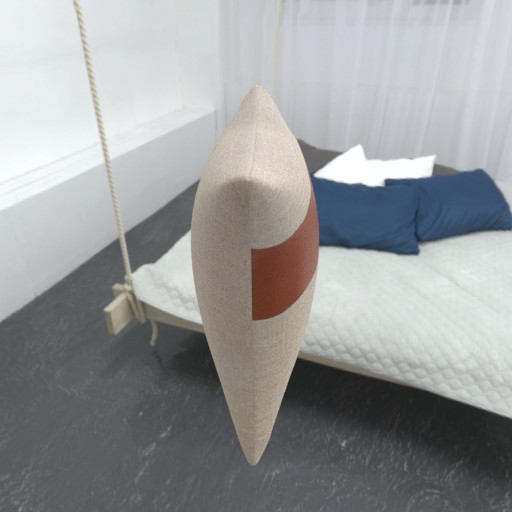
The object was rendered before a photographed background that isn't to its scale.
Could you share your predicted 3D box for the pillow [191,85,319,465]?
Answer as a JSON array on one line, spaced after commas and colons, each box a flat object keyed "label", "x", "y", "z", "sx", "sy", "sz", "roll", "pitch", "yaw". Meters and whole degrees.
[{"label": "pillow", "x": 0.000, "y": 0.000, "z": 0.646, "sx": 0.173, "sy": 0.399, "sz": 0.414, "roll": 1, "pitch": 31, "yaw": 1}]
